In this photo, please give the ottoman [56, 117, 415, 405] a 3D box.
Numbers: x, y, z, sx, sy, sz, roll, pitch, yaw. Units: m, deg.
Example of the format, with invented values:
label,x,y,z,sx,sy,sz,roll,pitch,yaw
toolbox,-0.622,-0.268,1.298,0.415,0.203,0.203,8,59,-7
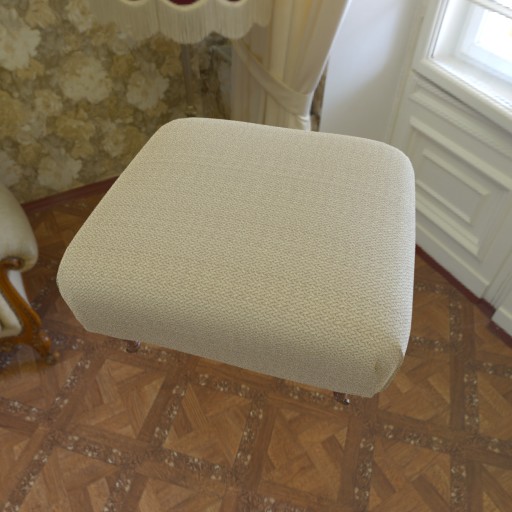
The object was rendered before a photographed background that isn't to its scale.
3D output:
label,x,y,z,sx,sy,sz,roll,pitch,yaw
ottoman,0.000,0.000,1.071,0.684,0.447,0.622,11,48,10
